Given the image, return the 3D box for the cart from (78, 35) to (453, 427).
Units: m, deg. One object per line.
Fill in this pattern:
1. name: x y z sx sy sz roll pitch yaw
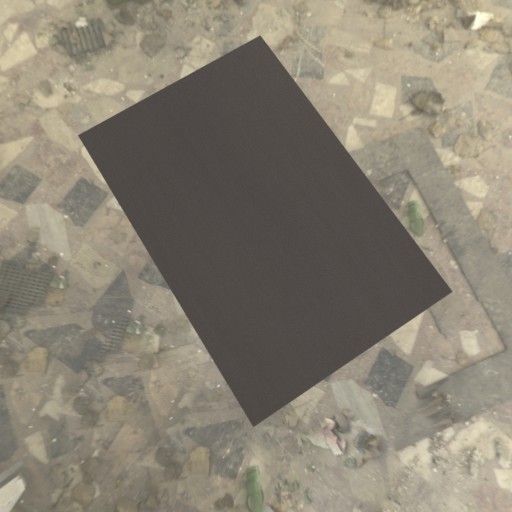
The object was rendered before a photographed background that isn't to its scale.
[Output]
1. cart: 0.000 0.000 1.286 0.449 0.878 0.690 -32 79 -7
